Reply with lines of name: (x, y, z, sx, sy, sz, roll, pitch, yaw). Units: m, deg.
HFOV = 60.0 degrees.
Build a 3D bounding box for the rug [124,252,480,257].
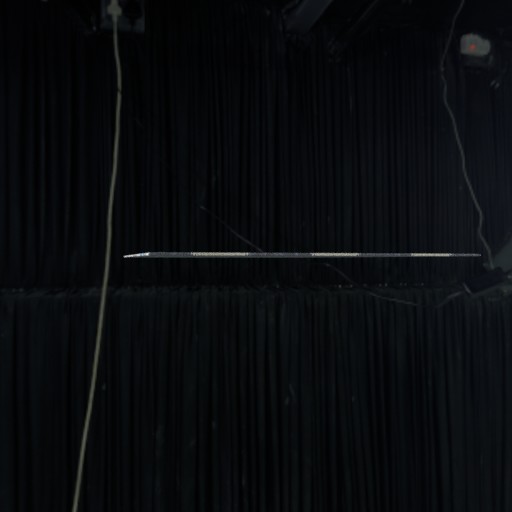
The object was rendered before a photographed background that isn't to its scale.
rug: (0.000, 0.000, 3.080, 1.676, 0.013, 2.261, 0, 0, -19)
